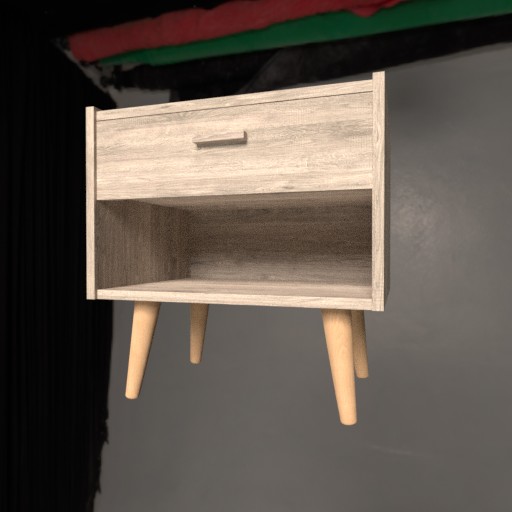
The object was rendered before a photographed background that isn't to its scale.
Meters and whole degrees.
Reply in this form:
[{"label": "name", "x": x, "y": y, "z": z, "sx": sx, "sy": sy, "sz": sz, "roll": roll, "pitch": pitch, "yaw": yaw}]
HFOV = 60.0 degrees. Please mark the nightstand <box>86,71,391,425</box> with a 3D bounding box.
[{"label": "nightstand", "x": 0.000, "y": 0.000, "z": 0.842, "sx": 0.480, "sy": 0.500, "sz": 0.380, "roll": 0, "pitch": 1, "yaw": 18}]
